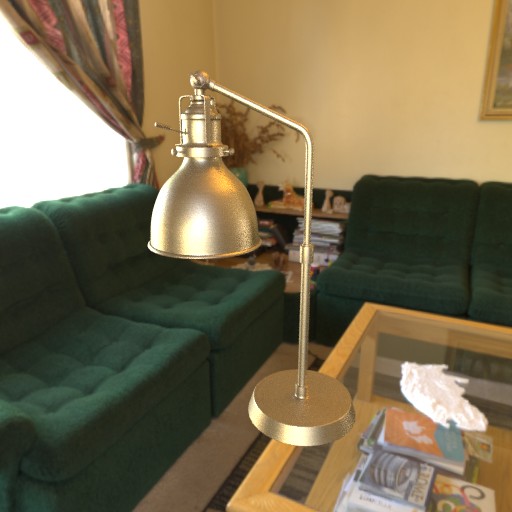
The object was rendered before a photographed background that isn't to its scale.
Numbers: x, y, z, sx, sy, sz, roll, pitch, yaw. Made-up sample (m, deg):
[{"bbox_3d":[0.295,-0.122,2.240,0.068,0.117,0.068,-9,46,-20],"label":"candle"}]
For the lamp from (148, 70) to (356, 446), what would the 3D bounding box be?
[{"bbox_3d":[0.000,0.000,0.584,0.286,0.456,0.153,3,17,9],"label":"lamp"}]
